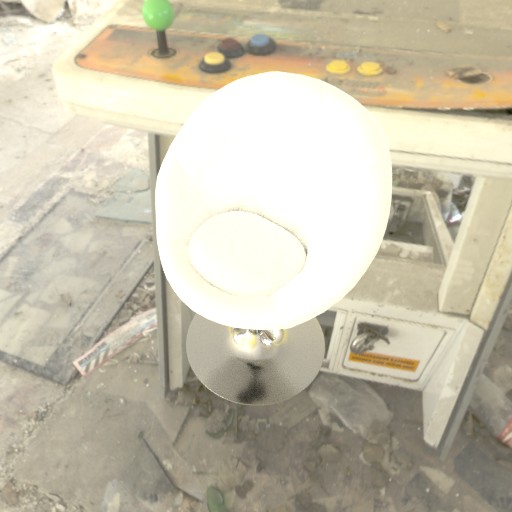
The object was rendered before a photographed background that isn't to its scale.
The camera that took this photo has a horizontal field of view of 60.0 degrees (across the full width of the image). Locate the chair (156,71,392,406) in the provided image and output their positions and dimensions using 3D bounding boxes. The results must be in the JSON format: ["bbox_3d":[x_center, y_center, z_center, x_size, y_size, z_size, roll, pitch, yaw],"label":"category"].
[{"bbox_3d":[0.000,0.000,1.814,0.940,1.261,0.736,31,54,26],"label":"chair"}]
